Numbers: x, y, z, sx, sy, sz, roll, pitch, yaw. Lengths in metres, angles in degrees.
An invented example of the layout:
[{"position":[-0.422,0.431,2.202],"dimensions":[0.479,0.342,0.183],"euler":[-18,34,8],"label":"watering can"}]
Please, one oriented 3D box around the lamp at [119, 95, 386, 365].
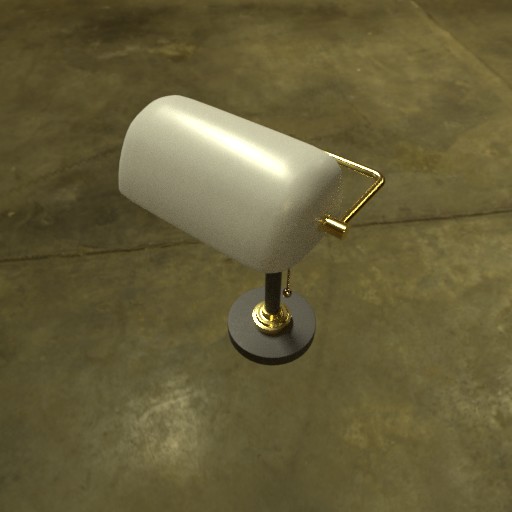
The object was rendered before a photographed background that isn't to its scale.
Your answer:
[{"position":[0.000,0.000,0.567],"dimensions":[0.269,0.404,0.227],"euler":[29,52,25],"label":"lamp"}]
